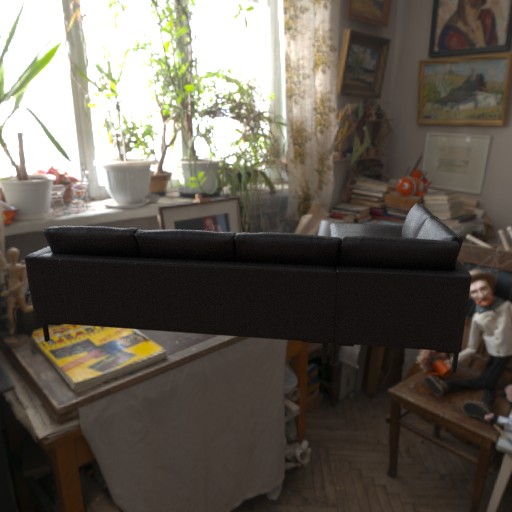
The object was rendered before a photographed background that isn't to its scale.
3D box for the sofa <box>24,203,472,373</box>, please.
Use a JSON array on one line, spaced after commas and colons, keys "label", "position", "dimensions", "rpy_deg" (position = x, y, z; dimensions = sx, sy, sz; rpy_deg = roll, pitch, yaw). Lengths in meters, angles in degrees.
[{"label": "sofa", "position": [0.000, 0.000, 3.825], "dimensions": [2.984, 0.877, 1.938], "rpy_deg": [3, 17, 8]}]
